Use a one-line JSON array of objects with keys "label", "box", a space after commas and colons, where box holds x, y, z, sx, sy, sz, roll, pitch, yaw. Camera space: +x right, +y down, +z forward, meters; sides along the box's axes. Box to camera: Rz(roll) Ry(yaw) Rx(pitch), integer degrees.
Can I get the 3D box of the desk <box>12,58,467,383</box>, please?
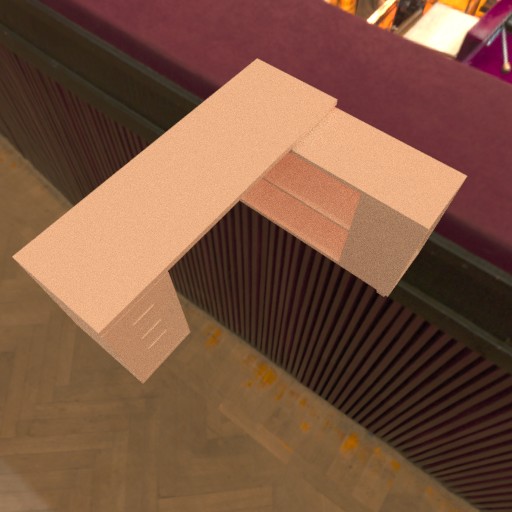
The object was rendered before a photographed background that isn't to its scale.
[{"label": "desk", "box": [0.000, 0.000, 2.155, 1.199, 0.759, 1.524, 35, 66, 18]}]
